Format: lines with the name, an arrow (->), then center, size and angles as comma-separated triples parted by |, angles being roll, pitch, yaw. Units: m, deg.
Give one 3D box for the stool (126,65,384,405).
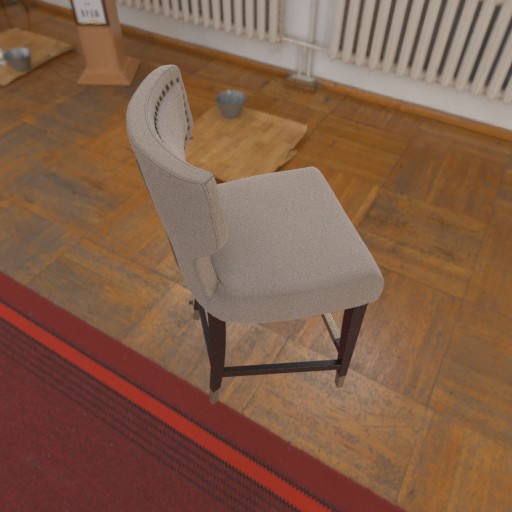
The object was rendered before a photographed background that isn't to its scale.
stool -> 0.000, 0.000, 1.321 | 0.563, 0.982, 0.527 | -11, 48, -10
